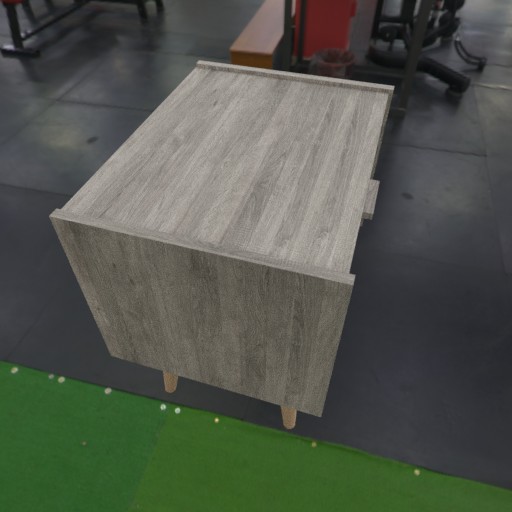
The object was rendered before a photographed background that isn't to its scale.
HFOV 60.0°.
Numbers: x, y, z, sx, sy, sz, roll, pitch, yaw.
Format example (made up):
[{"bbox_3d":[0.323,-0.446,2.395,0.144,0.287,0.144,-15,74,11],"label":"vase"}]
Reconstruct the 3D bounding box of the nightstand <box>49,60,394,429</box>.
[{"bbox_3d":[0.000,0.000,0.841,0.380,0.500,0.480,13,47,12],"label":"nightstand"}]
